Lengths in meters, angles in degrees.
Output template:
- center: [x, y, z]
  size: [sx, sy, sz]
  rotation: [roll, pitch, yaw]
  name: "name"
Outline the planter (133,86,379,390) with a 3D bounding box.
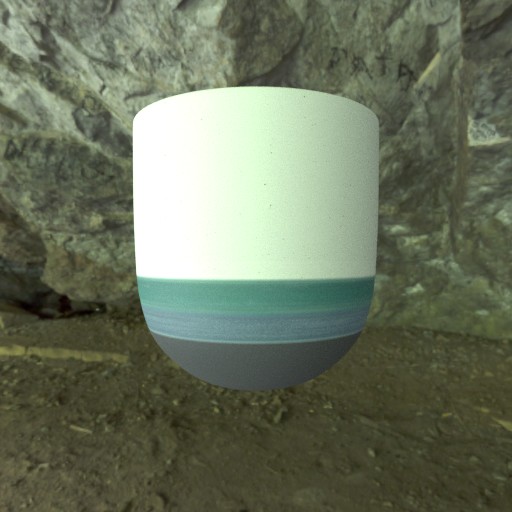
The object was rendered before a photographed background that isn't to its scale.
- center: [0.000, 0.000, 0.381]
  size: [0.204, 0.214, 0.204]
  rotation: [0, 0, 0]
  name: "planter"
